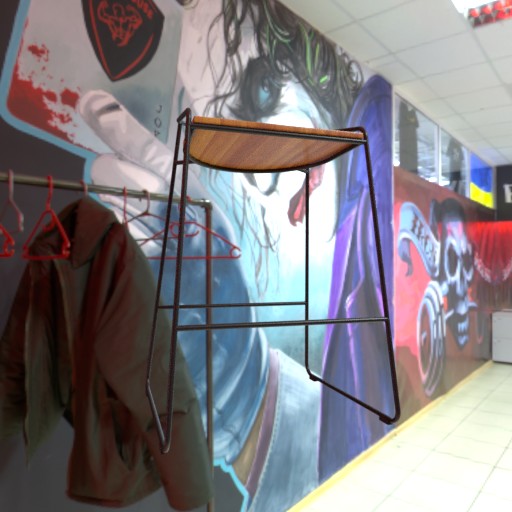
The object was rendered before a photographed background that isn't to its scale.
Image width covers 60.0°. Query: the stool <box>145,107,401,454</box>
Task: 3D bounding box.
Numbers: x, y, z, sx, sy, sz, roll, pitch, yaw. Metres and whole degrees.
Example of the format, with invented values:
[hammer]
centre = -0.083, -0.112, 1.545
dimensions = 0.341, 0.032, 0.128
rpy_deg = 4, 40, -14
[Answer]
[stool]
centre = 0.000, 0.000, 1.195
dimensions = 0.546, 0.812, 0.521
rpy_deg = 0, -1, -18
